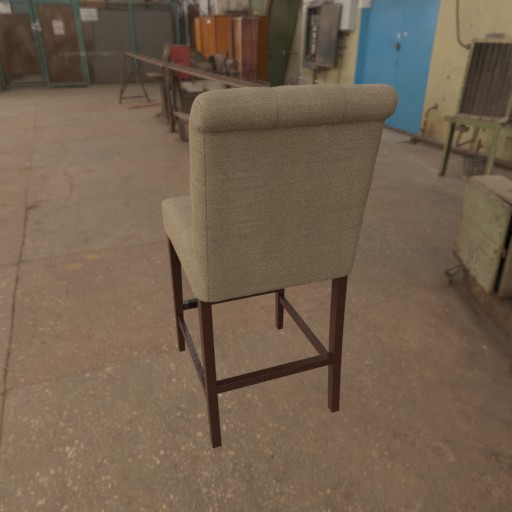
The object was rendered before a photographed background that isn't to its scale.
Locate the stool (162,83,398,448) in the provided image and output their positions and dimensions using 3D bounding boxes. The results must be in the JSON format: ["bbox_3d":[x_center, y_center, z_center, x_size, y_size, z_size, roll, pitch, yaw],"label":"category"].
[{"bbox_3d":[0.000,0.000,1.422,0.486,1.084,0.660,-10,29,-18],"label":"stool"}]
